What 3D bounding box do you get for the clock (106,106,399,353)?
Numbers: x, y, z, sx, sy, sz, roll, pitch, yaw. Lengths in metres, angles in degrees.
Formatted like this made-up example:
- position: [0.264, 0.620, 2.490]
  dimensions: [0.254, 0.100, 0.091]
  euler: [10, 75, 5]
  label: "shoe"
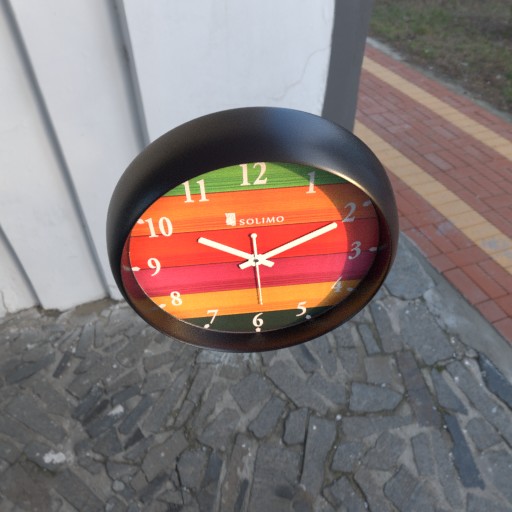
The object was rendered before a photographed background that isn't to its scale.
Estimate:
- position: [0.000, 0.000, 0.456]
  dimensions: [0.300, 0.300, 0.060]
  euler: [-4, 45, -4]
  label: "clock"
